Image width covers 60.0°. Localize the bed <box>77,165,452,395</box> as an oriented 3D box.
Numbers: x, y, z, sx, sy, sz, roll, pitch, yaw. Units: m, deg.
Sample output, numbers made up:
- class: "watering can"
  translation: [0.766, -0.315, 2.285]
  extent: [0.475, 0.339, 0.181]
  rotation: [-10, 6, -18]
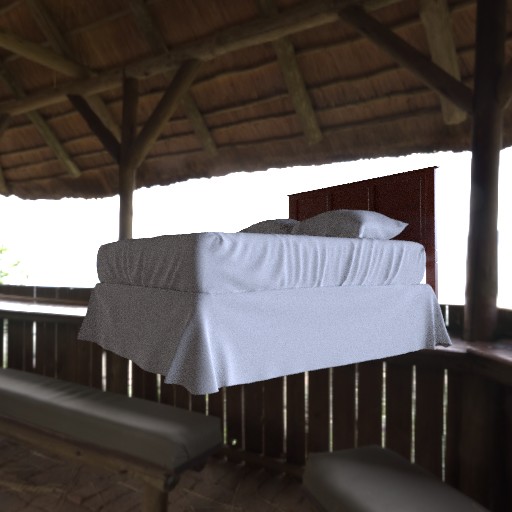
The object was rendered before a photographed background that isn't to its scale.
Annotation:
- class: "bed"
  translation: [0.000, 0.000, 3.190]
  extent: [2.050, 1.270, 1.870]
  rotation: [1, -1, -36]
